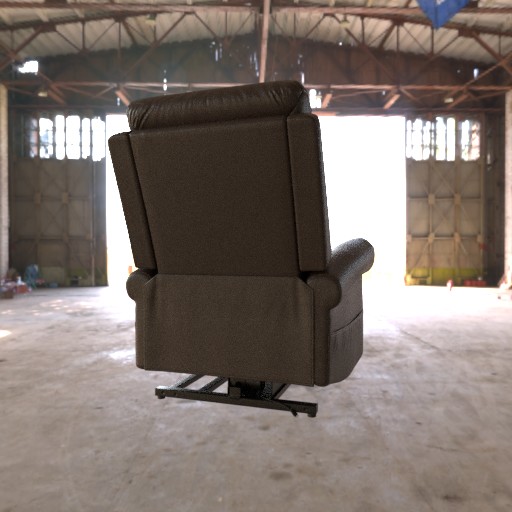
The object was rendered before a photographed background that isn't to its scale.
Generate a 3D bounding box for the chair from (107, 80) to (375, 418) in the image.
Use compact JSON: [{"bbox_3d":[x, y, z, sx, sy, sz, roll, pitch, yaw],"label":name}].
[{"bbox_3d":[0.000,0.000,1.754,0.869,1.028,0.978,0,1,19],"label":"chair"}]
